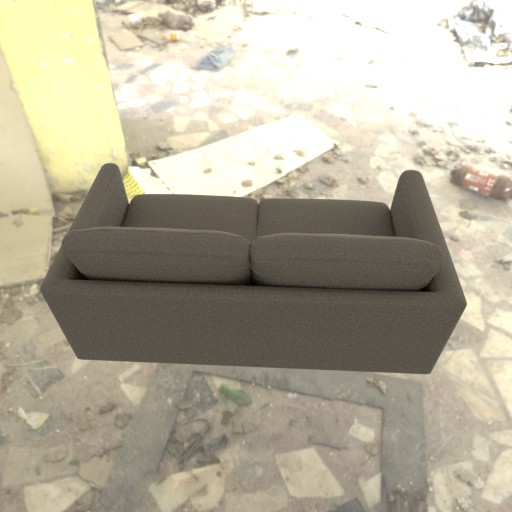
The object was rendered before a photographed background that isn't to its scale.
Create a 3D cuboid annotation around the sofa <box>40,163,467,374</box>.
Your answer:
[{"bbox_3d":[0.000,0.000,2.235,1.713,0.866,0.940,2,46,2],"label":"sofa"}]
